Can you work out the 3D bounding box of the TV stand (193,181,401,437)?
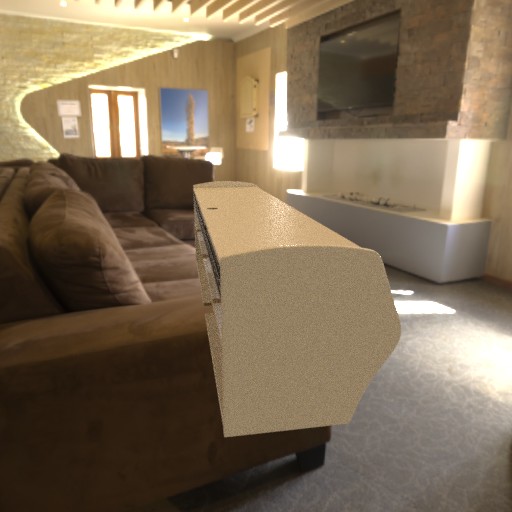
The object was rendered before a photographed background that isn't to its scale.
[{"bbox_3d":[0.000,0.000,1.650,0.397,0.424,1.473,-3,15,-10],"label":"TV stand"}]
